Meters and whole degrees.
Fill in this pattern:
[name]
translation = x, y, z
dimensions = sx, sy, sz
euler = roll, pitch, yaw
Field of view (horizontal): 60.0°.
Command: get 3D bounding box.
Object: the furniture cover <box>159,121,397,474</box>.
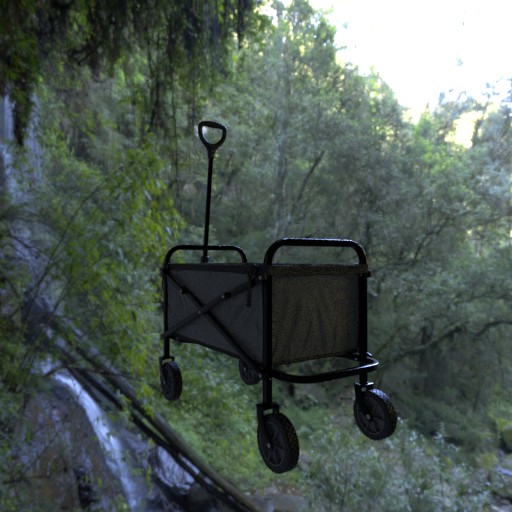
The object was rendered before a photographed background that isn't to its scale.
[furniture cover]
translation = 0.000, 0.000, 1.817
dimensions = 0.532, 1.295, 1.038
euler = 0, 0, -34
